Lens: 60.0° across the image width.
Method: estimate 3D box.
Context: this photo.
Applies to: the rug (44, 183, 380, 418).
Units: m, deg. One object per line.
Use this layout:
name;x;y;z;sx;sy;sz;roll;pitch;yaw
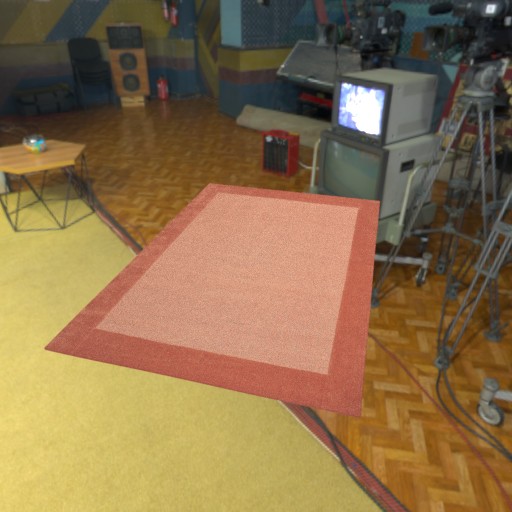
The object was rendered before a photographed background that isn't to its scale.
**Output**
rug;0.000;0.000;2.353;1.219;0.014;1.829;8;31;13
